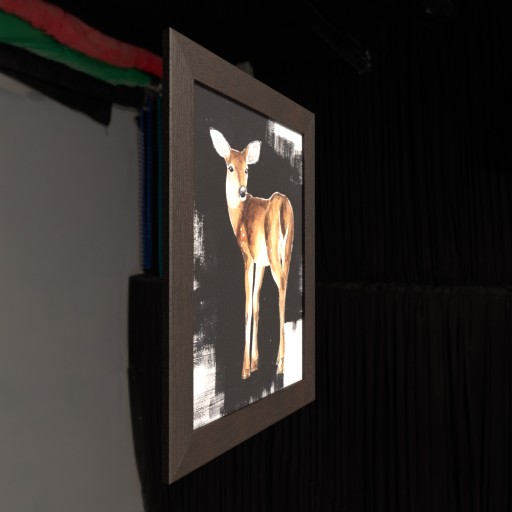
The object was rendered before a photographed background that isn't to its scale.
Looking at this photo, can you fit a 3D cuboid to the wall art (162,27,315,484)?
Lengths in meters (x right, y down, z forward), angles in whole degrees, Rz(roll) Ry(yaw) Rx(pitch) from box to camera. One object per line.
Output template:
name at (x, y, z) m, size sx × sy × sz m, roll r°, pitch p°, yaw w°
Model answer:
wall art at (0.000, 0.000, 0.643) m, size 0.013 × 0.508 × 0.359 m, roll 0°, pitch -1°, yaw 34°
